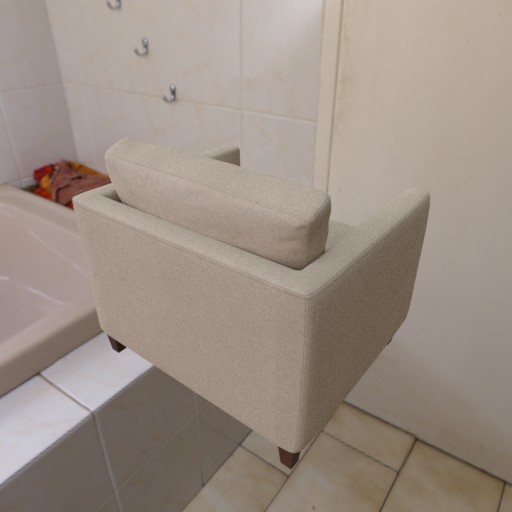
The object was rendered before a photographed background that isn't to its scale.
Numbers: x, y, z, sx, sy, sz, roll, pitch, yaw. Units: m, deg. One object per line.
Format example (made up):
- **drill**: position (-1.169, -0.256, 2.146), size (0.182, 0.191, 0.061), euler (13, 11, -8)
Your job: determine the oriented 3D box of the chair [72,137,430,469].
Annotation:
- **chair**: position (0.000, 0.000, 1.855), size (1.107, 0.961, 0.959), euler (21, 36, 32)
